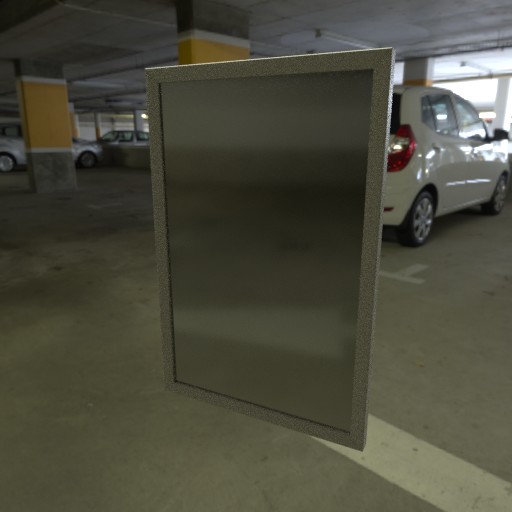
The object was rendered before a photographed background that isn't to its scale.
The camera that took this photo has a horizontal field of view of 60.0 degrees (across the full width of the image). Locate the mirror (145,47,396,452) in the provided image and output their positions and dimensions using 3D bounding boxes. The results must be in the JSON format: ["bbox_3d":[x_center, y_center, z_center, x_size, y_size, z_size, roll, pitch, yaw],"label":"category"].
[{"bbox_3d":[0.000,0.000,1.122,0.609,0.914,0.041,8,17,26],"label":"mirror"}]
